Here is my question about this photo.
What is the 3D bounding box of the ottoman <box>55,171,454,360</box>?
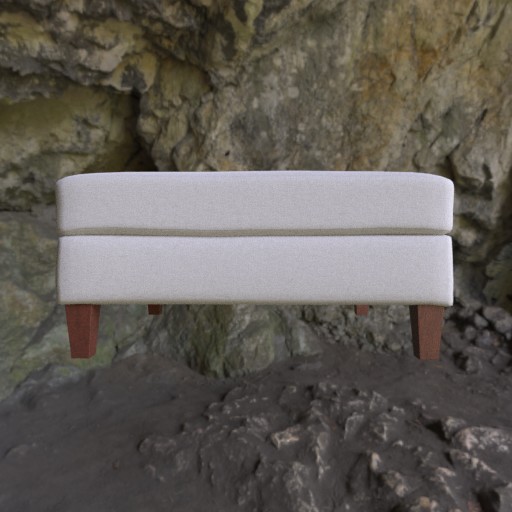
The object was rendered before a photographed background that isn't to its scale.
[{"bbox_3d":[0.000,0.000,1.461,0.976,0.492,0.836,0,1,1],"label":"ottoman"}]
